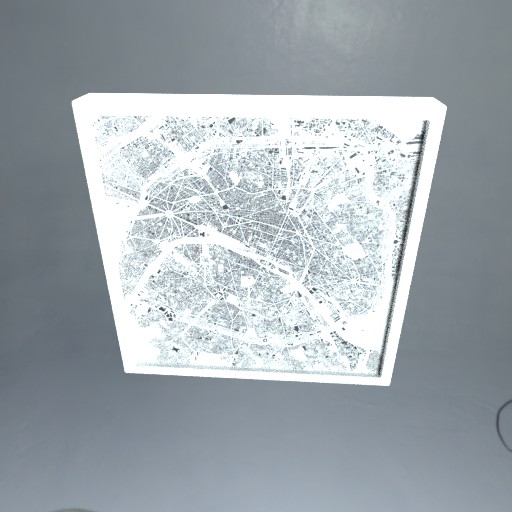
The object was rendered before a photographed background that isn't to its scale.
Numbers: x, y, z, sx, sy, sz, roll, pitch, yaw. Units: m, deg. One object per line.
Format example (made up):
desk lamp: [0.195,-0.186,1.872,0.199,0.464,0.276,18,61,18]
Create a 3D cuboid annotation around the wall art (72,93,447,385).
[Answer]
wall art: [0.000,0.000,0.449,0.305,0.305,0.038,2,30,3]
